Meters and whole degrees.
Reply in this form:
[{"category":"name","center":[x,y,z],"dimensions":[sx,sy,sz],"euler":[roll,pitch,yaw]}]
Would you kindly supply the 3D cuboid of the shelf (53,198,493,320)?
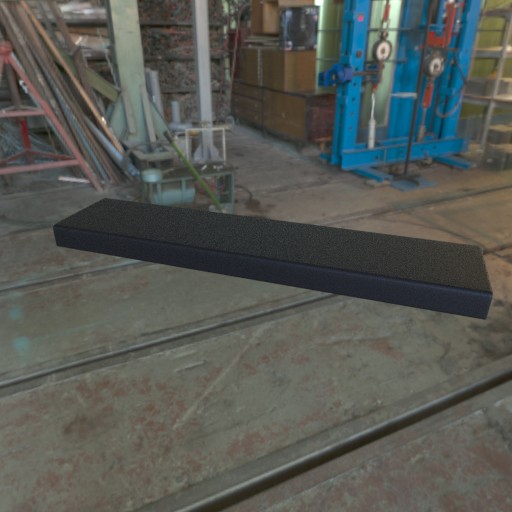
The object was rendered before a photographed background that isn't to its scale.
[{"category":"shelf","center":[0.000,0.000,0.492],"dimensions":[0.456,0.053,0.102],"euler":[9,28,17]}]
